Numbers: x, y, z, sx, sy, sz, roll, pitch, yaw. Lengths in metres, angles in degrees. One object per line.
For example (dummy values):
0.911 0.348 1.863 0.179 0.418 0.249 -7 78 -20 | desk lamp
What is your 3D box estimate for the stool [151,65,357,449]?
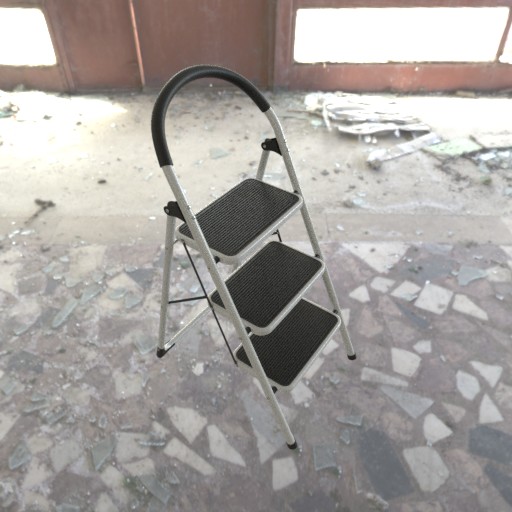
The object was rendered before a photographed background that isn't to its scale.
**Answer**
0.000 0.000 1.454 0.676 1.109 0.485 26 47 26 | stool
